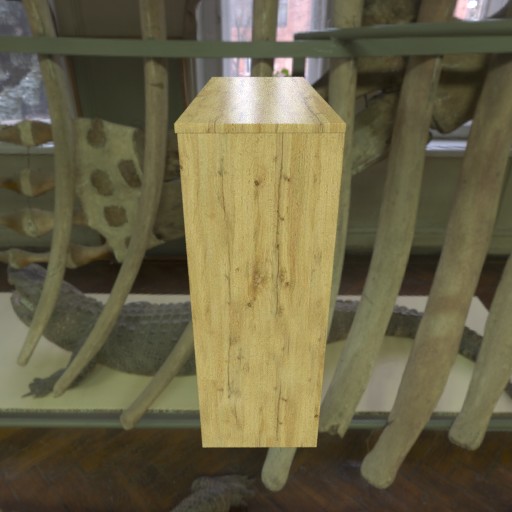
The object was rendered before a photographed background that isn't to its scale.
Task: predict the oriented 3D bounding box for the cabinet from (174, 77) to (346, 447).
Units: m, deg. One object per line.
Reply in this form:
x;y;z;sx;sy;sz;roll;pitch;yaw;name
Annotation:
0.000;0.000;2.008;0.473;1.397;1.168;0;28;0;cabinet
